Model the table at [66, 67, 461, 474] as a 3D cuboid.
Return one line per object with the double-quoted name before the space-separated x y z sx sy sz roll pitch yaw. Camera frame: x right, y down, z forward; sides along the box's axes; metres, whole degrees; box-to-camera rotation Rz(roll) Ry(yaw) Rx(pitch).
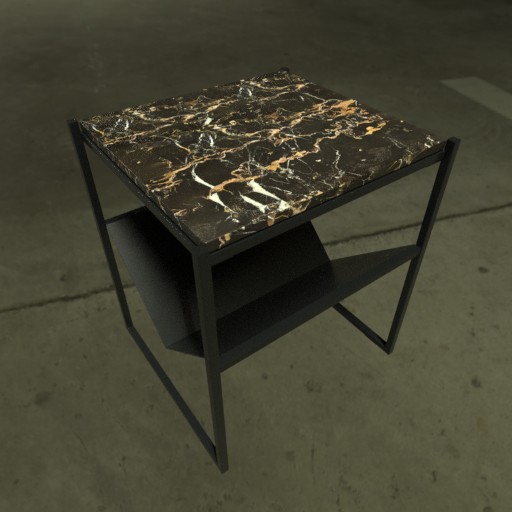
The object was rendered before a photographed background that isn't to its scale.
"table" 0.000 0.000 0.883 0.469 0.534 0.432 -25 46 -27
